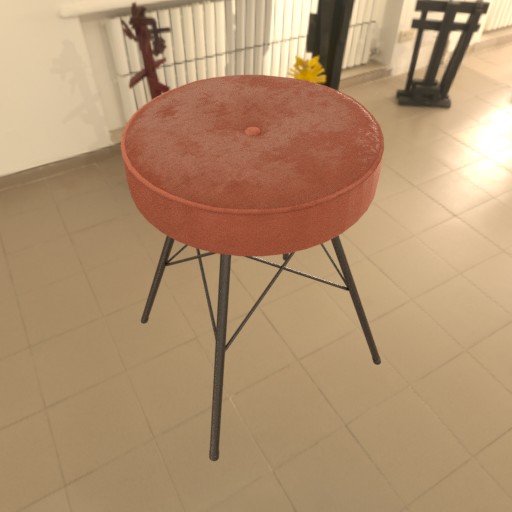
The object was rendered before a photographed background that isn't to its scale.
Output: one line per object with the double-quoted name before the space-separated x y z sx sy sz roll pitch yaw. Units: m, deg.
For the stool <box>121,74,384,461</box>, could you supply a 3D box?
"stool" 0.000 0.000 0.895 0.457 0.593 0.421 -23 50 -21
